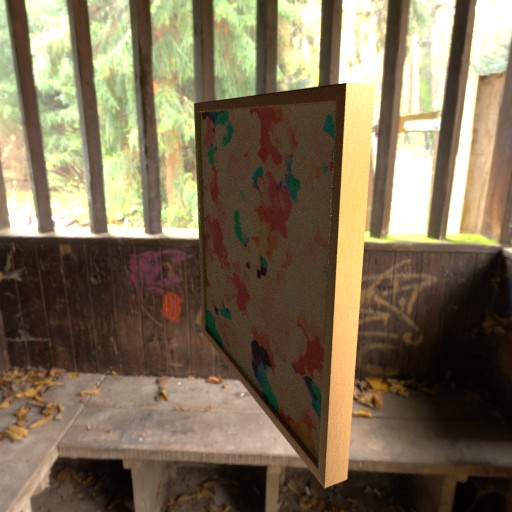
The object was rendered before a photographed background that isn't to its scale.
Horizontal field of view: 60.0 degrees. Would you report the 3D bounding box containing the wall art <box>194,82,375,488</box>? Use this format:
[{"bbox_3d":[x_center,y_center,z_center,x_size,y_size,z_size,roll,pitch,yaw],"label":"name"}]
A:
[{"bbox_3d":[0.000,0.000,0.751,0.037,0.509,0.510,-8,18,-24],"label":"wall art"}]
